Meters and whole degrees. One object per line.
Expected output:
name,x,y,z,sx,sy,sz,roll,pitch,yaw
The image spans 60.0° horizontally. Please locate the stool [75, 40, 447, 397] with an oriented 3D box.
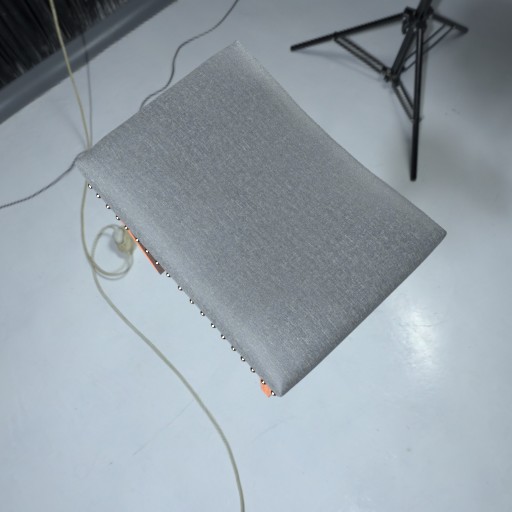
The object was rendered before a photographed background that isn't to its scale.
stool,0.000,0.000,0.855,0.320,0.612,0.439,-41,78,-11
